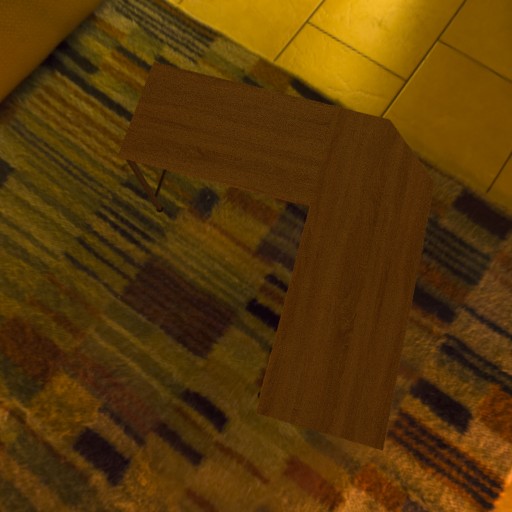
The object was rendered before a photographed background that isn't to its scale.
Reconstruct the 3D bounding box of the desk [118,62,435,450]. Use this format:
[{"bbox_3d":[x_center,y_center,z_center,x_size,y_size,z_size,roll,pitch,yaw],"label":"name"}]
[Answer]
[{"bbox_3d":[0.000,0.000,2.237,1.379,0.739,1.379,15,77,4],"label":"desk"}]
